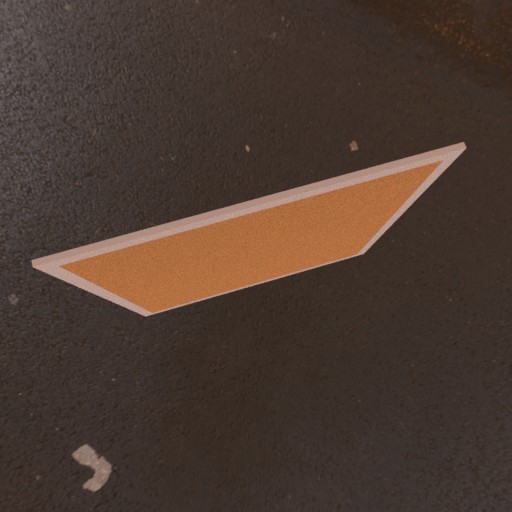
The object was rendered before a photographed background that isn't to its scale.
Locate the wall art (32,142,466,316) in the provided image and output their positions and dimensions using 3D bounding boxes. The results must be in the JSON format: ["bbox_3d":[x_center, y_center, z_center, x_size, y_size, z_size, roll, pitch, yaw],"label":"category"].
[{"bbox_3d":[0.000,0.000,1.193,0.812,0.813,0.013,-16,77,-4],"label":"wall art"}]
